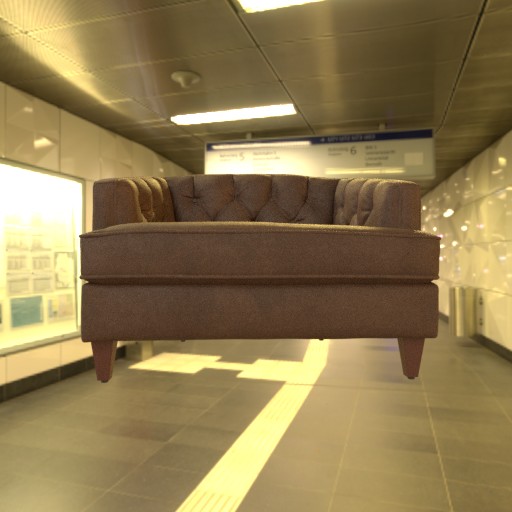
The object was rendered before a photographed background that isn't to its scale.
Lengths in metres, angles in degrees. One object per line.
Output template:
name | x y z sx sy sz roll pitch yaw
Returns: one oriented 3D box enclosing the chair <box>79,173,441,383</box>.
chair | 0.000 0.000 1.728 1.118 0.787 0.914 0 0 -2
